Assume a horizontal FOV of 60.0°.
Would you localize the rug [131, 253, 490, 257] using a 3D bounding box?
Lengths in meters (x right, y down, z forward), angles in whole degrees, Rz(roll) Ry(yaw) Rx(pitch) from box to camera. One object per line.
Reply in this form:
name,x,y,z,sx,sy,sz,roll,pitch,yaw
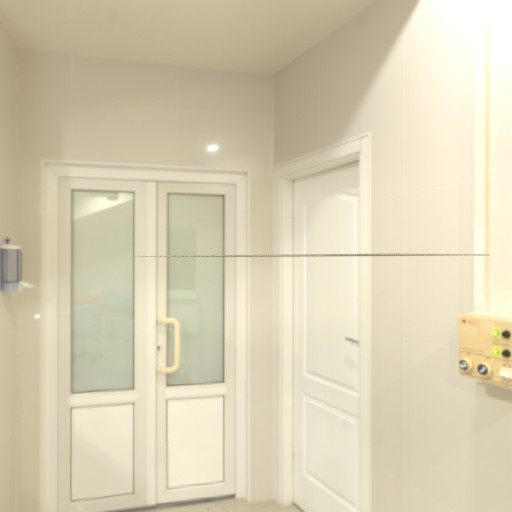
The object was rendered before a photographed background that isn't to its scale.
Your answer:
rug,0.000,0.000,2.663,0.688,0.005,2.437,0,0,-35
